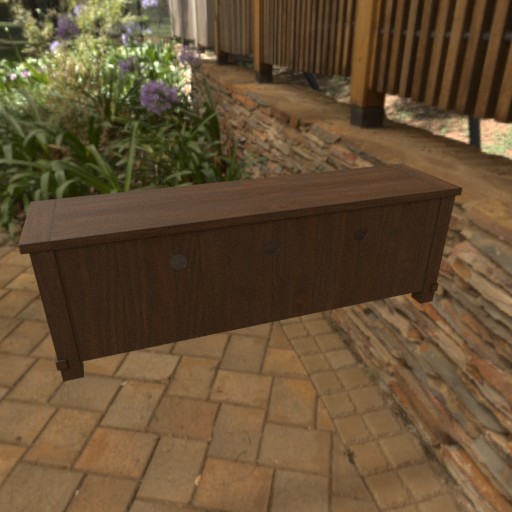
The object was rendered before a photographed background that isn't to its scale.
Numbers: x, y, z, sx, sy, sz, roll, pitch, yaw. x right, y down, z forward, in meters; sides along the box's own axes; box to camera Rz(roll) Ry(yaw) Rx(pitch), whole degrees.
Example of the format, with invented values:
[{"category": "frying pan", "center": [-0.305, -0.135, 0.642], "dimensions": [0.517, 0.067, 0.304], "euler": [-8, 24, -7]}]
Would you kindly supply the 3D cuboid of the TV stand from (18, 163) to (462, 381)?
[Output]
[{"category": "TV stand", "center": [0.000, 0.000, 2.103], "dimensions": [1.866, 0.615, 0.471], "euler": [-9, 28, -17]}]
